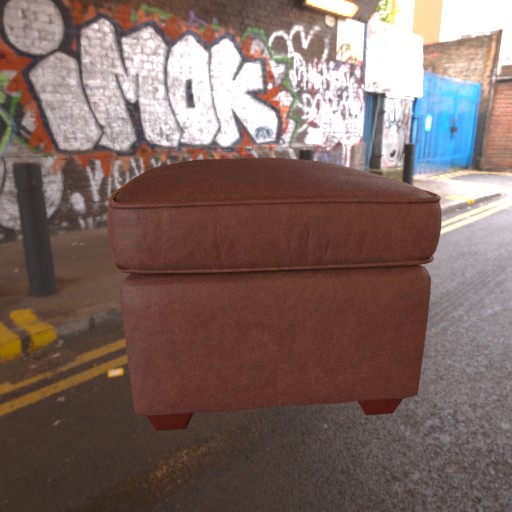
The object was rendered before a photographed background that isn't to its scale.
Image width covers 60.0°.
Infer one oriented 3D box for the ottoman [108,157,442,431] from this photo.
[{"bbox_3d":[0.000,0.000,1.059,0.548,0.449,0.749,-2,16,-7],"label":"ottoman"}]
